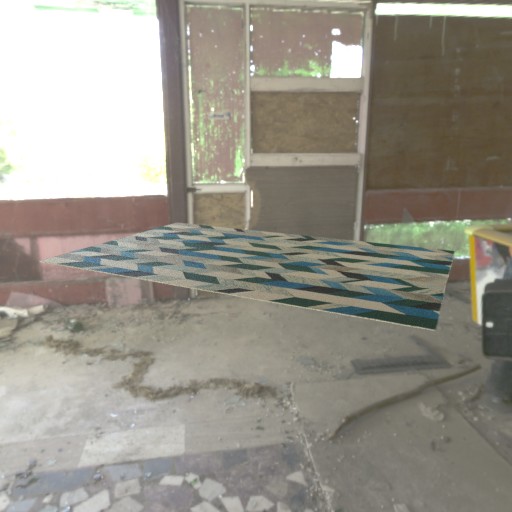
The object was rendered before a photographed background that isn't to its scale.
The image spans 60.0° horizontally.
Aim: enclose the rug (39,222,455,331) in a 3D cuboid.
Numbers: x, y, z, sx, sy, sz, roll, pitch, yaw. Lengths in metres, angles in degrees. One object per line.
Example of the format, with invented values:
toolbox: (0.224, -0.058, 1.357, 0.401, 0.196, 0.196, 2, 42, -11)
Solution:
rug: (0.000, 0.000, 3.028, 2.433, 0.007, 1.507, 7, 17, 25)
